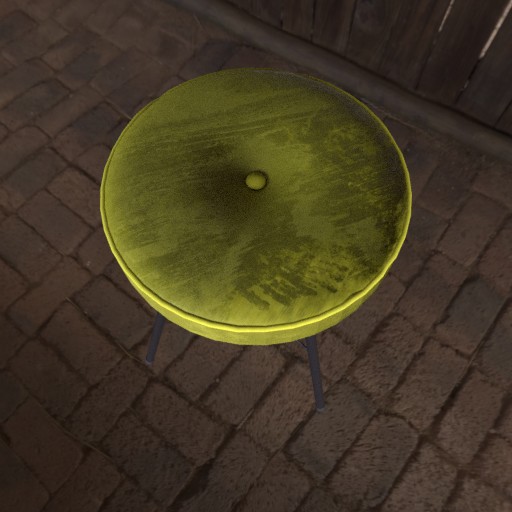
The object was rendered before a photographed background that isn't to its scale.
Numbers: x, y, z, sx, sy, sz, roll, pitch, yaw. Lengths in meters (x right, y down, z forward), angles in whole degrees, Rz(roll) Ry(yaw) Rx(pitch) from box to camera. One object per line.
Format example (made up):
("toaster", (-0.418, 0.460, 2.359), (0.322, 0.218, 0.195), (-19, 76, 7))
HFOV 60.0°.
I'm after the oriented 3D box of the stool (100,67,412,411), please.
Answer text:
("stool", (0.000, 0.000, 0.799), (0.409, 0.508, 0.409), (14, 66, 6))
